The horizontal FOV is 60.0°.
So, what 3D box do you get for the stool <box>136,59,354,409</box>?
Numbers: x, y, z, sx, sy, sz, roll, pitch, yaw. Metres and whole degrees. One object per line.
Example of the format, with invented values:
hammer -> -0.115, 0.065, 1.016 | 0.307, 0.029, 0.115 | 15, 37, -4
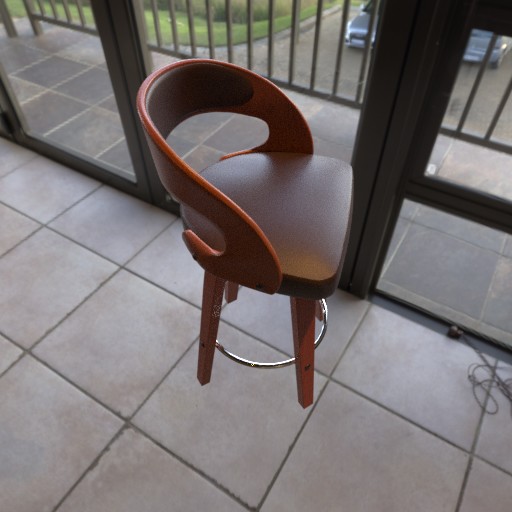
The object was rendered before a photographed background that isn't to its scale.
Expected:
stool -> 0.000, 0.000, 1.196 | 0.457, 0.940, 0.457 | 10, 49, 9
